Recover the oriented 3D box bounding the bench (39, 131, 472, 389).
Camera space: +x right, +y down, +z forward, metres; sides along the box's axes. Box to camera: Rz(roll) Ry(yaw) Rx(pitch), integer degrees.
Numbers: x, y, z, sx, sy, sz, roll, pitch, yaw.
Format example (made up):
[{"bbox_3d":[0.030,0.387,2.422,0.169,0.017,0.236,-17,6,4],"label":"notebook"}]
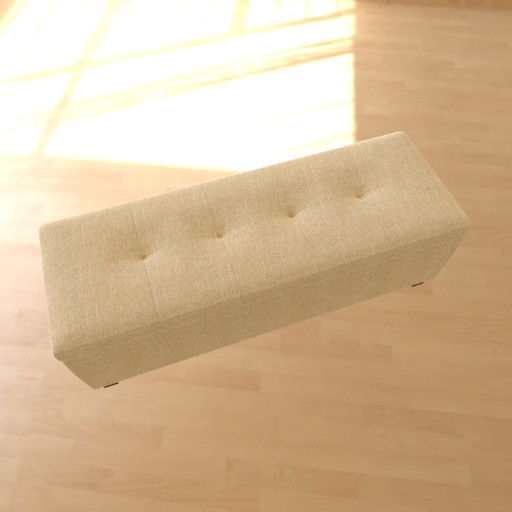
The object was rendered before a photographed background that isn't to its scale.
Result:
[{"bbox_3d":[0.000,0.000,1.449,1.219,0.406,0.432,-16,60,-10],"label":"bench"}]
